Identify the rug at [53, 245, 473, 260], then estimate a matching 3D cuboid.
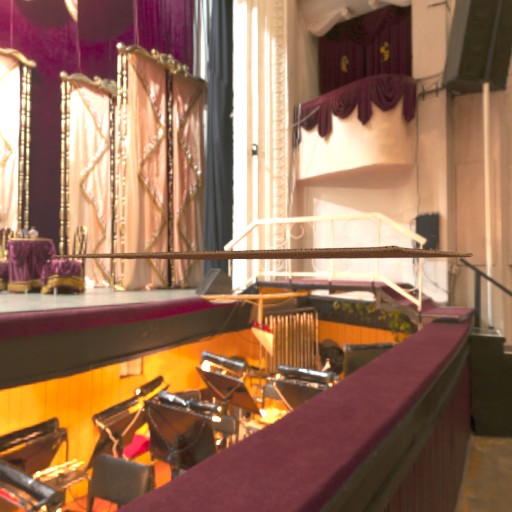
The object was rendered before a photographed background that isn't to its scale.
[{"bbox_3d":[0.000,0.000,3.017,2.438,0.034,1.521,-1,-1,36],"label":"rug"}]
